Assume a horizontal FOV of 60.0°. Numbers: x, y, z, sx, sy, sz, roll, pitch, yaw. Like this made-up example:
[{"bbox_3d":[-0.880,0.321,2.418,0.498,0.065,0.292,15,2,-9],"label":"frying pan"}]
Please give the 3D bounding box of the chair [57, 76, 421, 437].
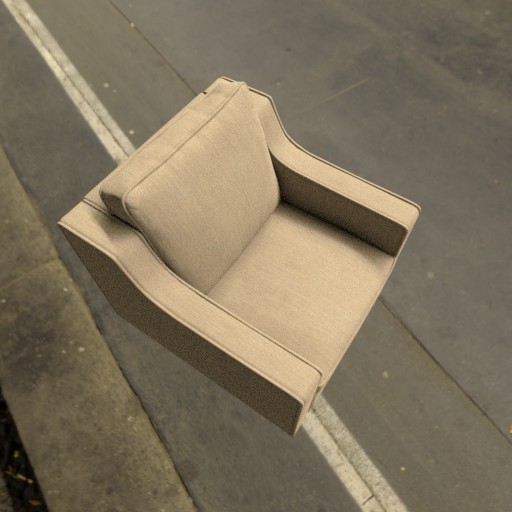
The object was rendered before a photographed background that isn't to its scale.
[{"bbox_3d":[0.000,0.000,1.668,0.909,0.960,0.831,30,63,17],"label":"chair"}]
